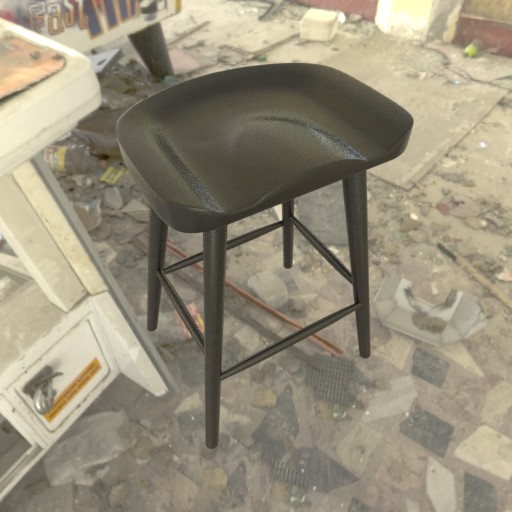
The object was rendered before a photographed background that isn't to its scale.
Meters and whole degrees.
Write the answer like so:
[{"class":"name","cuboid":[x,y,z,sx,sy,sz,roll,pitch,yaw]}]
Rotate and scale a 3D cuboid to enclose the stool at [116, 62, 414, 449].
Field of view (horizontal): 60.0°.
[{"class":"stool","cuboid":[0.000,0.000,0.875,0.440,0.615,0.361,-23,51,-21]}]
